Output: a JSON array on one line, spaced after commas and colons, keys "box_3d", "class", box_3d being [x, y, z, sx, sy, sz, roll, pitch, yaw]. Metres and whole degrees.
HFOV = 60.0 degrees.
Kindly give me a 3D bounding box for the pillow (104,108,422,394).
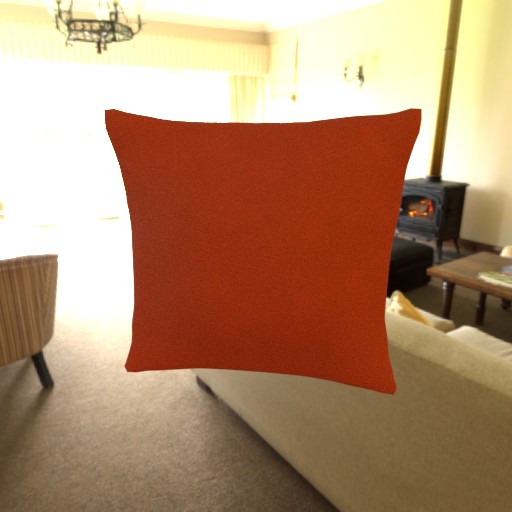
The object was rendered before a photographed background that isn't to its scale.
[{"box_3d": [0.000, 0.000, 0.656, 0.435, 0.416, 0.151, 2, 17, 8], "class": "pillow"}]
